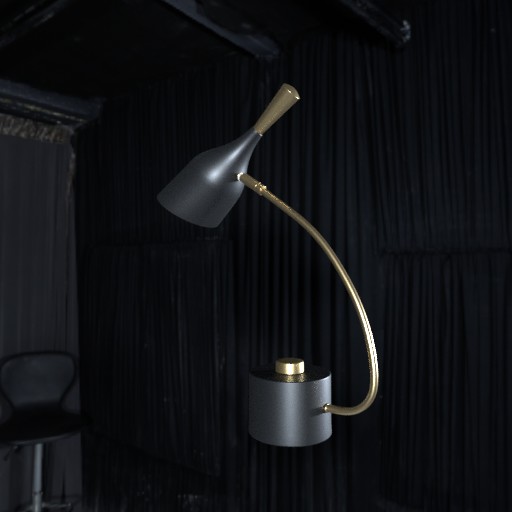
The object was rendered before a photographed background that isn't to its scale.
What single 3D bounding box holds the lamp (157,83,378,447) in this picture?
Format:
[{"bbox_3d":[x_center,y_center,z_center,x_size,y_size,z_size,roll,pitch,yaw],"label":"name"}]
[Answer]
[{"bbox_3d":[0.000,0.000,0.626,0.352,0.464,0.110,-1,-1,36],"label":"lamp"}]
